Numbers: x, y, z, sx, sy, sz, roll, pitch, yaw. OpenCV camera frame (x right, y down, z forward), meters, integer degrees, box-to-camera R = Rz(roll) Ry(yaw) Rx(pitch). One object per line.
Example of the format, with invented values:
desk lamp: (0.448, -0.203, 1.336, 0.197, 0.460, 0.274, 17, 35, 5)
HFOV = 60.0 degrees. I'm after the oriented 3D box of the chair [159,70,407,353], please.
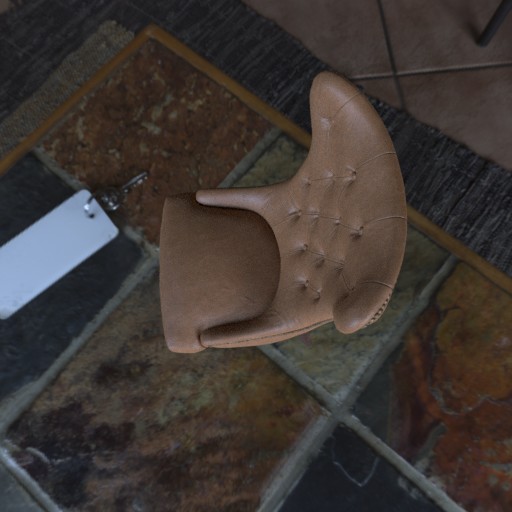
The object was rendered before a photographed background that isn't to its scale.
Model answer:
chair: (0.000, 0.000, 1.449, 0.669, 1.065, 0.611, -4, 75, -1)
